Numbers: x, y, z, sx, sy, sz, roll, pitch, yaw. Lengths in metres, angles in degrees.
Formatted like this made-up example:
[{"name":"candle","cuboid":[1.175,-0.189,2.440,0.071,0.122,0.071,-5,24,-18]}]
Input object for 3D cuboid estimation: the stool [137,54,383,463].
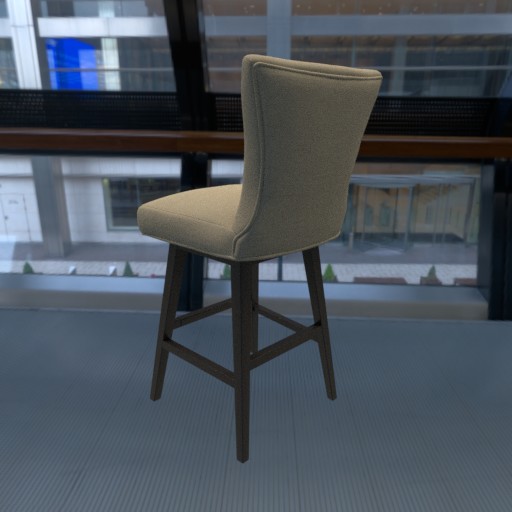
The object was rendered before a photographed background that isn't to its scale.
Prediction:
[{"name":"stool","cuboid":[0.000,0.000,1.395,0.514,1.086,0.574,-16,23,-41]}]
